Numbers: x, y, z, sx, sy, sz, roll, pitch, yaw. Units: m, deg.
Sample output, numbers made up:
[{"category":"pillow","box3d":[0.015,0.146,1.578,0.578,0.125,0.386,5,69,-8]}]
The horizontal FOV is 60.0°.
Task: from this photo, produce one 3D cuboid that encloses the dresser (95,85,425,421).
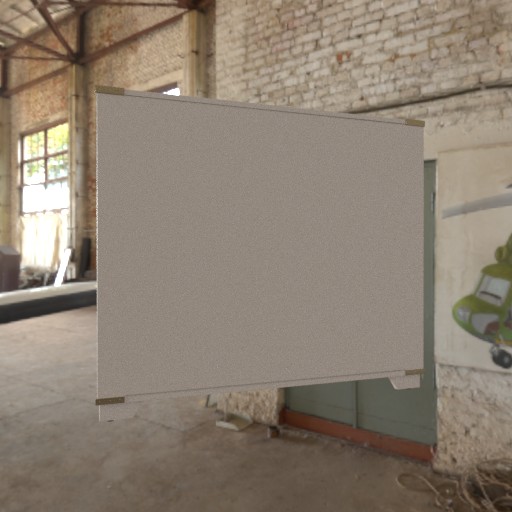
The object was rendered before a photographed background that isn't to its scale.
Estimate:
[{"category":"dresser","box3d":[0.000,0.000,1.526,1.022,0.891,0.460,0,0,-18]}]
